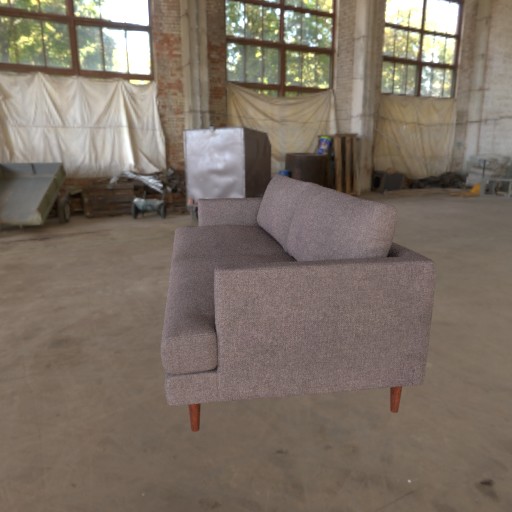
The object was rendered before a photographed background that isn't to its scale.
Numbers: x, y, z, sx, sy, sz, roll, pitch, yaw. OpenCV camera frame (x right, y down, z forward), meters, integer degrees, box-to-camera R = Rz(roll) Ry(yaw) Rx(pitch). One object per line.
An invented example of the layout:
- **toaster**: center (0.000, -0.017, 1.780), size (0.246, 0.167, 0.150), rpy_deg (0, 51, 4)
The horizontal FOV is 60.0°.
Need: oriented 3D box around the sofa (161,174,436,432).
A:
- **sofa**: center (0.000, 0.000, 2.678), size (1.020, 0.868, 2.250), rpy_deg (-2, 14, -9)
